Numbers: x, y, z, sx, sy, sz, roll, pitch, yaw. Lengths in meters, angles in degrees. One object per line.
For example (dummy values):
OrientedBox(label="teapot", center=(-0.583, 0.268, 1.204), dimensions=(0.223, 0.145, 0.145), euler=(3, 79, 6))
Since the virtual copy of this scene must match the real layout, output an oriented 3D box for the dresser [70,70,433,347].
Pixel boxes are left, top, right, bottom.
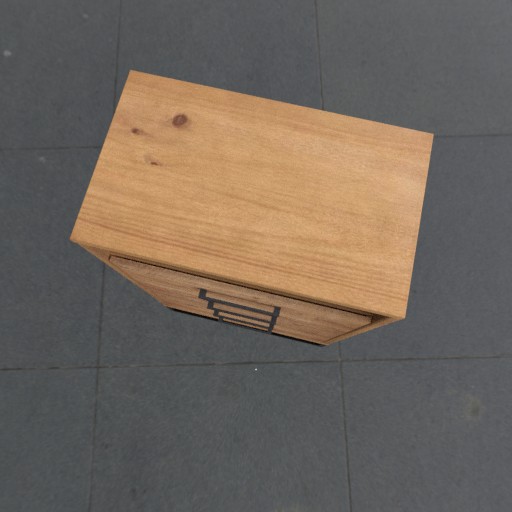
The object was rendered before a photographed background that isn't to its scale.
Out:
OrientedBox(label="dresser", center=(0.000, 0.000, 1.619), dimensions=(0.761, 1.240, 0.479), euler=(13, 76, 3))
